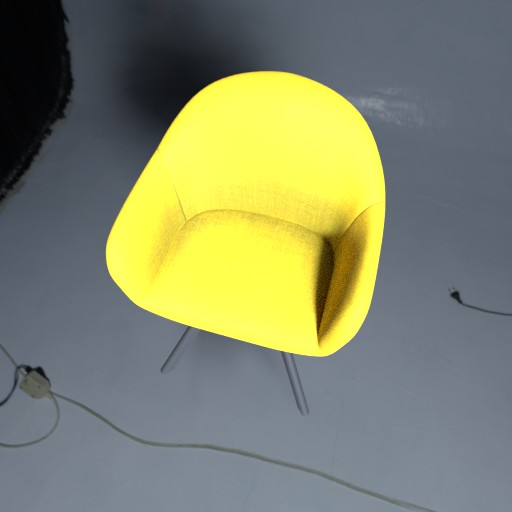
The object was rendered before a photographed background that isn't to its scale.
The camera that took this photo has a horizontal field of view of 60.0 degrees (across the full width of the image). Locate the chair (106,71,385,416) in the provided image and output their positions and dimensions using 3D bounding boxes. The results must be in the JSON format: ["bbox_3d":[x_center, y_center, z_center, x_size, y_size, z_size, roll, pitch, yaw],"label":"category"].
[{"bbox_3d":[0.000,0.000,1.212,0.590,0.795,0.550,14,58,9],"label":"chair"}]
